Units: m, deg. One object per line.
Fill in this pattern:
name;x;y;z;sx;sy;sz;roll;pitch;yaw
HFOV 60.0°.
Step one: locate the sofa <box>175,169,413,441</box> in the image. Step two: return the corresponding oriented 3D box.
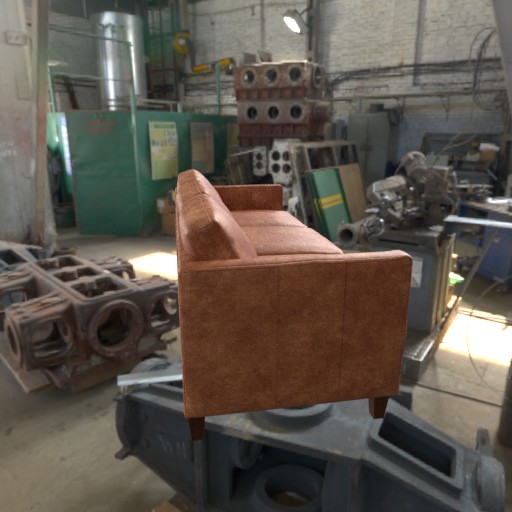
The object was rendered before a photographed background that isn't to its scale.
sofa;0.000;0.000;3.000;1.045;1.006;2.464;-3;16;-10
